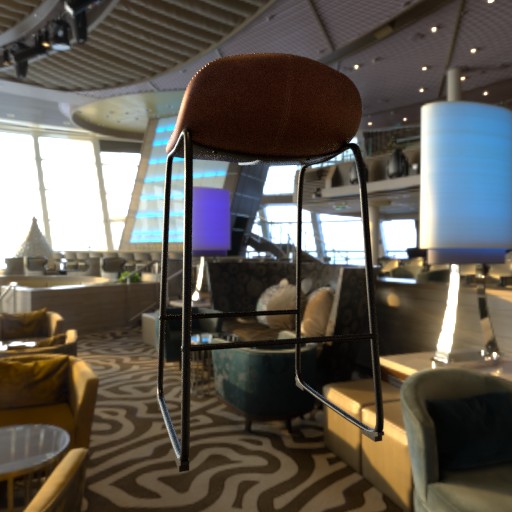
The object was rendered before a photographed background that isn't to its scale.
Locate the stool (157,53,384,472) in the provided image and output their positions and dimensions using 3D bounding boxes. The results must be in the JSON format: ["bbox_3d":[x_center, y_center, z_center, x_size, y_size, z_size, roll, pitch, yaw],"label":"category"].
[{"bbox_3d":[0.000,0.000,1.126,0.454,0.830,0.473,0,1,-18],"label":"stool"}]
